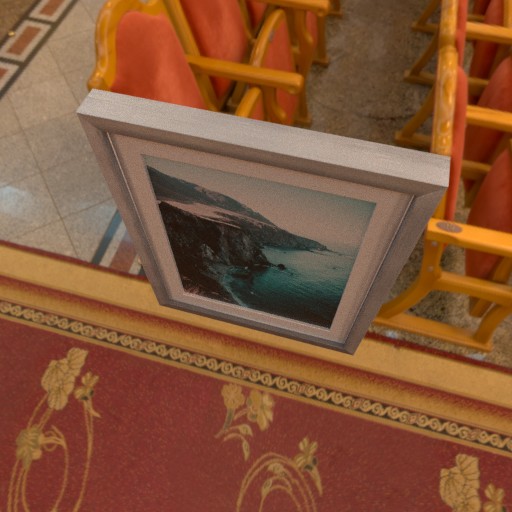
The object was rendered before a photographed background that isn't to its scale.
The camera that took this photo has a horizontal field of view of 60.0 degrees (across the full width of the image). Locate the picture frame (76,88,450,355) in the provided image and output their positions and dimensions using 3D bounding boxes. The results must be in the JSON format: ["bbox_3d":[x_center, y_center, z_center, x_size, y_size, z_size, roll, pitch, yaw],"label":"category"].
[{"bbox_3d":[0.000,0.000,0.763,0.449,0.555,0.046,13,59,8],"label":"picture frame"}]
